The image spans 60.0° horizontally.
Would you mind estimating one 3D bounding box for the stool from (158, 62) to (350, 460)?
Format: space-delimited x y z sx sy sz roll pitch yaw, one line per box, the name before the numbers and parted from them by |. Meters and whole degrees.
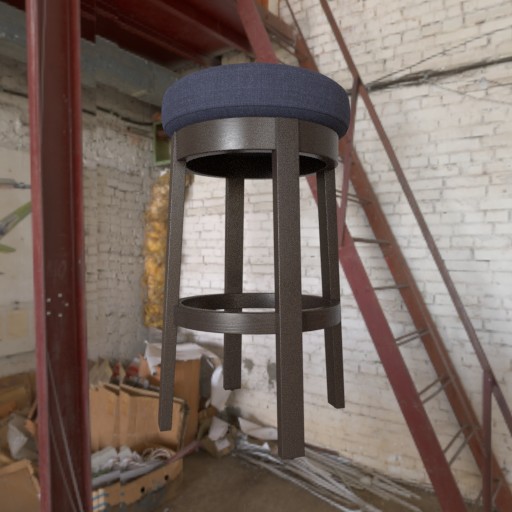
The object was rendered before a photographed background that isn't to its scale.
stool | 0.000 0.000 1.031 0.446 0.758 0.446 0 1 0
